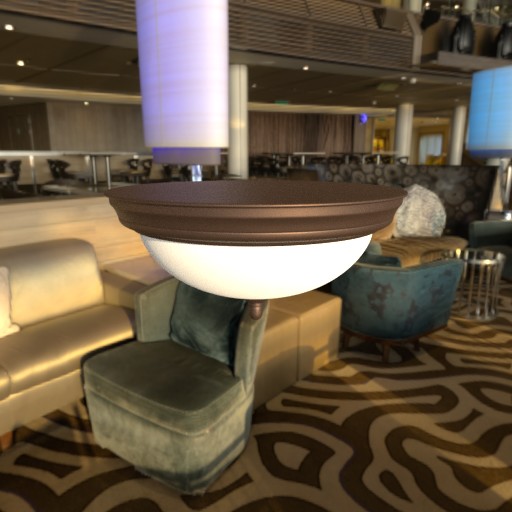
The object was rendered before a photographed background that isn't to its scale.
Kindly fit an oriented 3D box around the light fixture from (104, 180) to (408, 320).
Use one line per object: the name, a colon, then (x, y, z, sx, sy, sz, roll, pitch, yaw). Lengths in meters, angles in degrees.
light fixture: (0.000, 0.000, 0.444, 0.280, 0.135, 0.280, 0, 13, 0)
